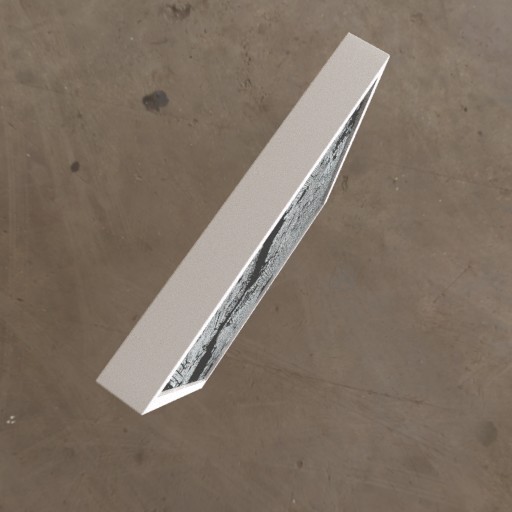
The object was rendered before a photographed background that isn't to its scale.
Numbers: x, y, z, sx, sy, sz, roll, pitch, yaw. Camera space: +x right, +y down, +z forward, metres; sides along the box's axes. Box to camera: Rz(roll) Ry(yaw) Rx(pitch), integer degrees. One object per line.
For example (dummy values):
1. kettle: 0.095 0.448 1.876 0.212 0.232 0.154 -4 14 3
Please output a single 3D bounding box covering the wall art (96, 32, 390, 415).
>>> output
1. wall art: 0.000 0.000 0.450 0.037 0.305 0.305 33 79 8
